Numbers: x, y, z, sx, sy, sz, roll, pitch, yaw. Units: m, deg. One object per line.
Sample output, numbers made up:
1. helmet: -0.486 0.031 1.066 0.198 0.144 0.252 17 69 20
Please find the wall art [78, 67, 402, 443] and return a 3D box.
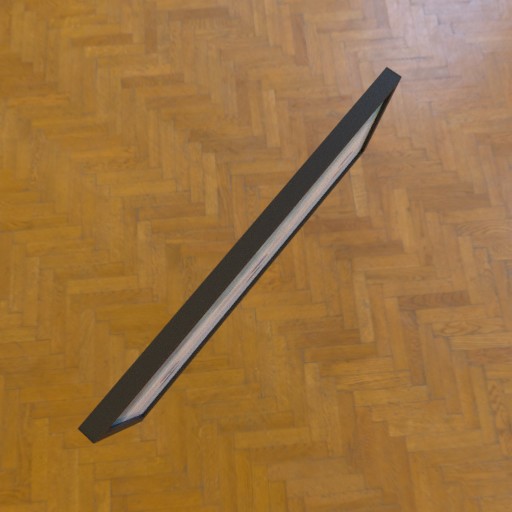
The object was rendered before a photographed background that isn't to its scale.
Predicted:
1. wall art: 0.000 0.000 0.933 0.037 0.303 0.860 38 79 9
